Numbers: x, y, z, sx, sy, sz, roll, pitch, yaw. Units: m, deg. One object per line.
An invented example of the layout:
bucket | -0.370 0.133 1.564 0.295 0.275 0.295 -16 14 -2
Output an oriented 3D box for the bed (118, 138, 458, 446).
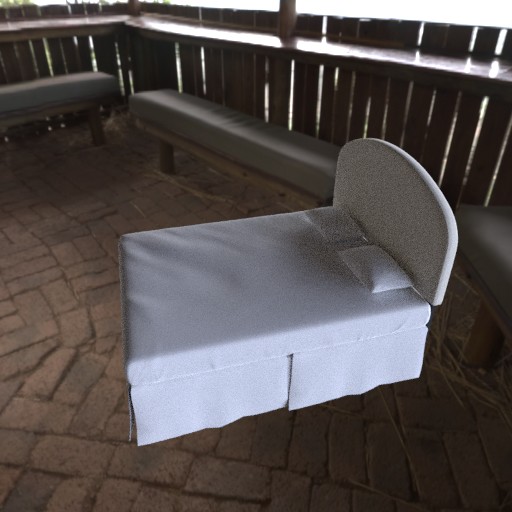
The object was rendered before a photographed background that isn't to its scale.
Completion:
bed | 0.000 0.000 3.135 2.005 1.410 1.607 -8 33 -13
